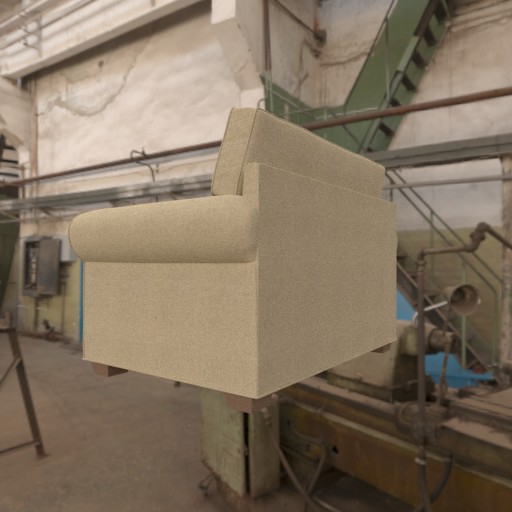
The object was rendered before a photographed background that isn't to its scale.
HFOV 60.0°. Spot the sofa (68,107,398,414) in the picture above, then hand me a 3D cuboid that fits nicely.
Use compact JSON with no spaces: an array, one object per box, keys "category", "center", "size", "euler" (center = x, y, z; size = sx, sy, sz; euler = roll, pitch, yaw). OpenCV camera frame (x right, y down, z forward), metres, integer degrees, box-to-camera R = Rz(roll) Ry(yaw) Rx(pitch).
[{"category":"sofa","center":[0.000,0.000,2.113],"size":[0.936,0.991,1.405],"euler":[0,-1,36]}]
